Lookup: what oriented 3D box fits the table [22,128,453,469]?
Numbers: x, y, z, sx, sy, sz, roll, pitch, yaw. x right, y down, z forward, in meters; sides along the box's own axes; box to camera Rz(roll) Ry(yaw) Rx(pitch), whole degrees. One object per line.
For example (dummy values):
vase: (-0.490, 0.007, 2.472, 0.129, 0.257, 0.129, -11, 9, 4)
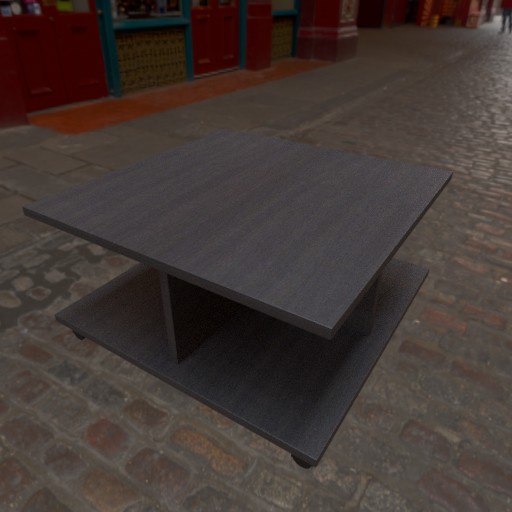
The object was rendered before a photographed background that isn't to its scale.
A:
table: (0.000, 0.000, 1.193, 0.762, 0.396, 0.762, 19, 36, 28)
